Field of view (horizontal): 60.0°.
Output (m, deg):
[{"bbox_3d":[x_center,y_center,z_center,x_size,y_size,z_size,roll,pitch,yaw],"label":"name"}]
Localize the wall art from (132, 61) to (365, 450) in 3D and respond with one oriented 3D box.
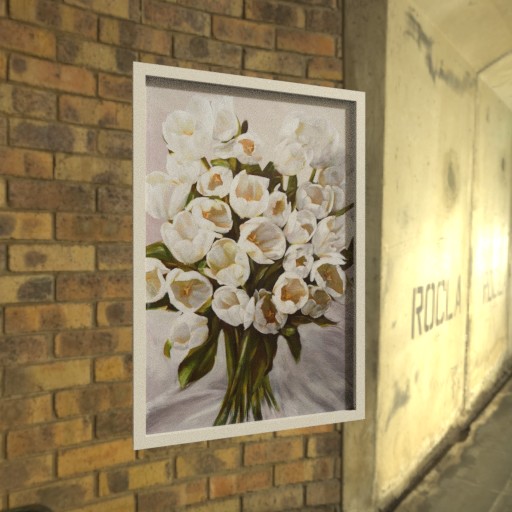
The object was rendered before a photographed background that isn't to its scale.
[{"bbox_3d":[0.000,0.000,0.838,0.450,0.657,0.038,0,0,-18],"label":"wall art"}]
